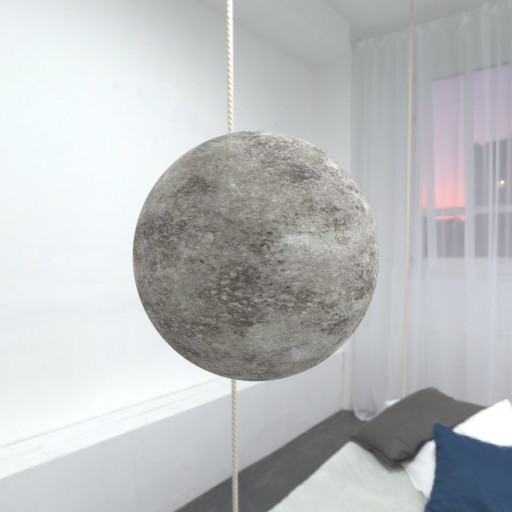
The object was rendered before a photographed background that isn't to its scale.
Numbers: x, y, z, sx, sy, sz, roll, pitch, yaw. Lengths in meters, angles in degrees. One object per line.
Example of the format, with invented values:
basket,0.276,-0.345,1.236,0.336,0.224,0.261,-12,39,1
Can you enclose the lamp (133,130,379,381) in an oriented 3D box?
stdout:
lamp,0.000,0.000,0.785,0.422,0.429,0.422,0,1,0
